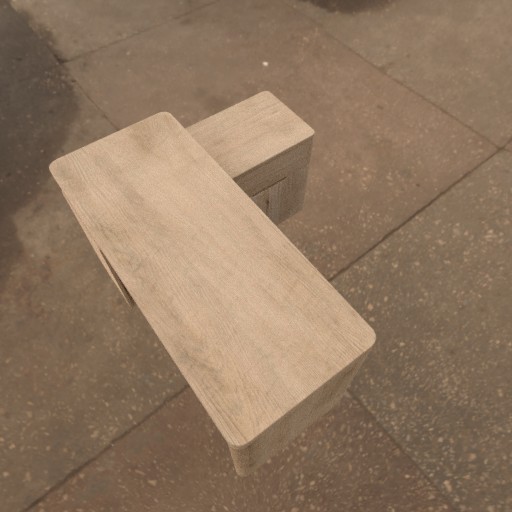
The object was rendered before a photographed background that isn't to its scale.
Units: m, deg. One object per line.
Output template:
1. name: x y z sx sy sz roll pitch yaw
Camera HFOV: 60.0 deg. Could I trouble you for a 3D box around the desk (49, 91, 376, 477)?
1. desk: 0.000 0.000 2.081 1.175 0.770 1.400 -32 63 -18
